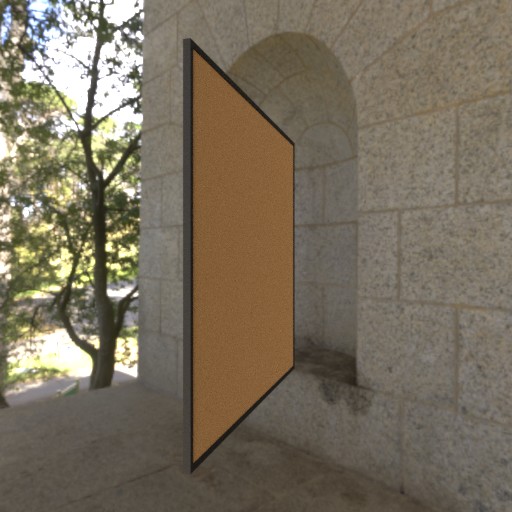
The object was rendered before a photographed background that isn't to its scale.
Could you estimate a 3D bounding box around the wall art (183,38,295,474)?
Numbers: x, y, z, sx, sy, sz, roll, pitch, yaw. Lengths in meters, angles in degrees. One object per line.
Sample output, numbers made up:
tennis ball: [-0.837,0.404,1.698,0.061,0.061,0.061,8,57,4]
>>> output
wall art: [0.000,0.000,0.990,0.015,0.663,0.664,0,0,19]
